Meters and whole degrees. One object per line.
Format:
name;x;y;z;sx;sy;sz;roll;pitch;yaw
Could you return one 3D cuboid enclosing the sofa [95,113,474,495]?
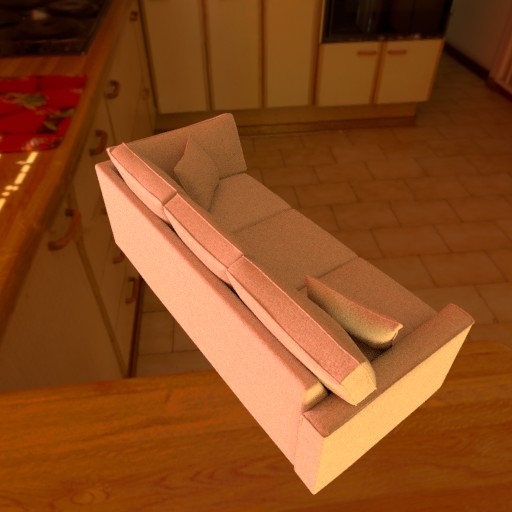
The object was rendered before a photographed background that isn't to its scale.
sofa;0.000;0.000;2.737;1.061;0.962;2.317;-26;48;-27
